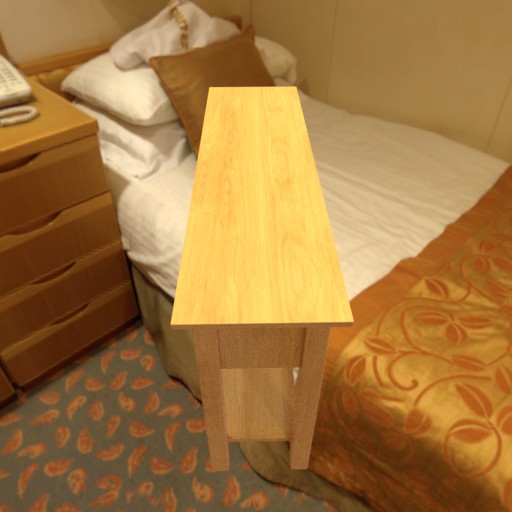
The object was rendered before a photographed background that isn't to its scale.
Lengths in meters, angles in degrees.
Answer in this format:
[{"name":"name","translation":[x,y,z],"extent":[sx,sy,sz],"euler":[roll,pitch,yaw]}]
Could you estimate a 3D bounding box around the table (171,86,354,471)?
[{"name":"table","translation":[0.000,0.000,1.550],"extent":[0.350,0.730,1.240],"euler":[-1,41,-1]}]
